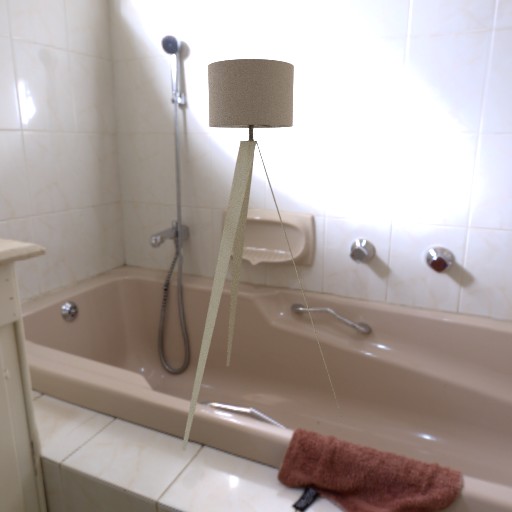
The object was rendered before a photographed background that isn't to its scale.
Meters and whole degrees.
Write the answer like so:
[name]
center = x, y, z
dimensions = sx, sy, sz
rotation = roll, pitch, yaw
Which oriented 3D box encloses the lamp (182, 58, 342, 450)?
[lamp]
center = 0.000, 0.000, 1.886
dimensions = 0.724, 1.524, 0.716
rotation = 7, 15, 26
